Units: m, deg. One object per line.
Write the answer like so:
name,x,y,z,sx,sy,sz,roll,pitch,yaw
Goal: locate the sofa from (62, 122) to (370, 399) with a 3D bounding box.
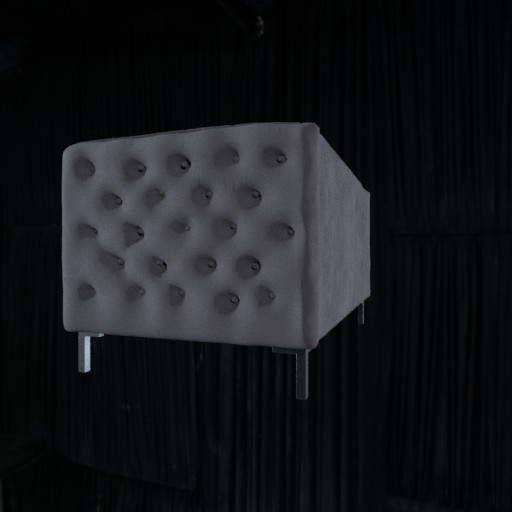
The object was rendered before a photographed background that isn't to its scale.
sofa,0.000,0.000,2.082,0.909,0.810,1.583,0,0,20
